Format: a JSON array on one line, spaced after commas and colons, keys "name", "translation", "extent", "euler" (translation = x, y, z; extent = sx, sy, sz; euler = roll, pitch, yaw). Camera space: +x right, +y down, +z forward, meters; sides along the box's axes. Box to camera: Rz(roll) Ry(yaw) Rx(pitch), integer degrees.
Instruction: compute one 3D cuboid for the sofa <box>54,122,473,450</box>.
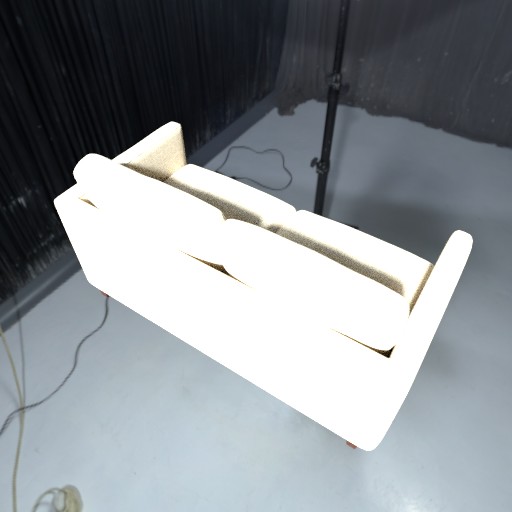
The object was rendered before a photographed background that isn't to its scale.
[{"name": "sofa", "translation": [0.000, 0.000, 2.353], "extent": [1.884, 0.963, 0.950], "euler": [26, 52, 22]}]
